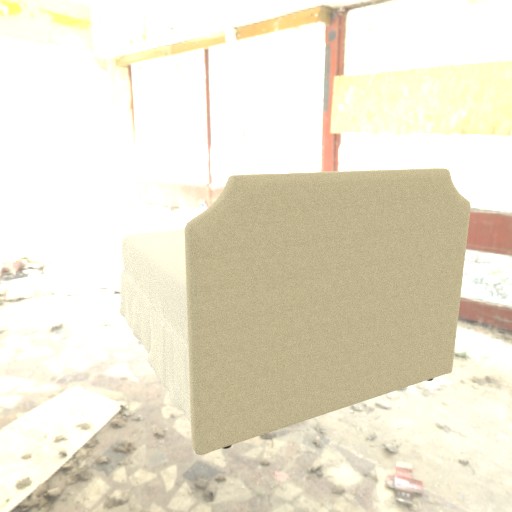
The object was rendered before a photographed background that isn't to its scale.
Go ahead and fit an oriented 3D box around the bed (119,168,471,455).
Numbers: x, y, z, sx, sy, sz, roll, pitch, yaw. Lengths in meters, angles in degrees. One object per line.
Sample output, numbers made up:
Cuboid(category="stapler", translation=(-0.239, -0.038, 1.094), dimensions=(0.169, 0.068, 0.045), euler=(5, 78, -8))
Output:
Cuboid(category="bed", translation=(0.000, 0.000, 3.145), dimensions=(1.693, 1.290, 2.116), euler=(-7, 16, -26))
